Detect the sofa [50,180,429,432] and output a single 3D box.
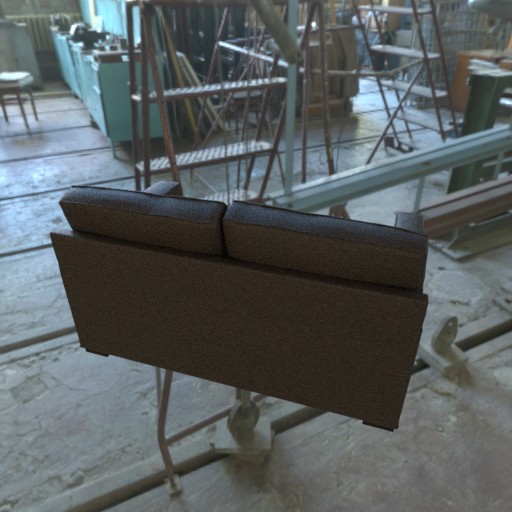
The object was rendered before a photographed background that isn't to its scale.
[{"bbox_3d":[0.000,0.000,2.183,1.534,0.887,0.974,10,33,15],"label":"sofa"}]
